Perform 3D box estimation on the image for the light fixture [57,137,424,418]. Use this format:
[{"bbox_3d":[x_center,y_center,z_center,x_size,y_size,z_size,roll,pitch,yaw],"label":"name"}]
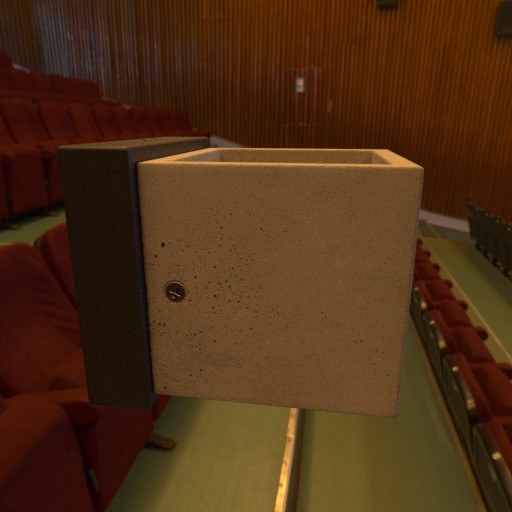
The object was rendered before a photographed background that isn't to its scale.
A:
[{"bbox_3d":[0.000,0.000,0.240,0.143,0.121,0.121,3,17,9],"label":"light fixture"}]
